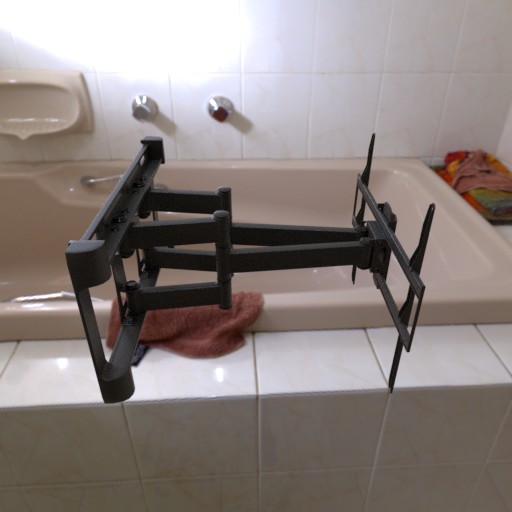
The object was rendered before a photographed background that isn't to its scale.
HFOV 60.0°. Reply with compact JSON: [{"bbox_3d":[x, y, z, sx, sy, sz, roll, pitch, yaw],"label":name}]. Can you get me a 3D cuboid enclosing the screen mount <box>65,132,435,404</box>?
[{"bbox_3d":[0.000,0.000,0.962,0.556,0.424,0.571,0,32,-1],"label":"screen mount"}]
